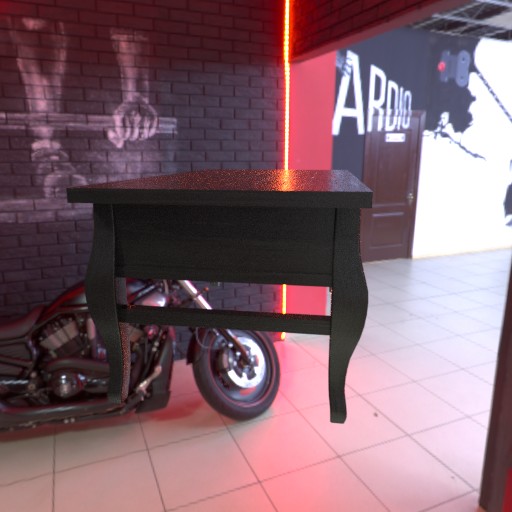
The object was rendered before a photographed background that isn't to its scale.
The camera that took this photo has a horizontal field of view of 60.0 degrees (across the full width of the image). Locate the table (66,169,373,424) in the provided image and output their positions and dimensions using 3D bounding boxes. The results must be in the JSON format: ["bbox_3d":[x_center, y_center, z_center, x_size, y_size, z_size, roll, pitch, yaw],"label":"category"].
[{"bbox_3d":[0.000,0.000,1.387,0.600,0.494,1.062,2,13,9],"label":"table"}]
